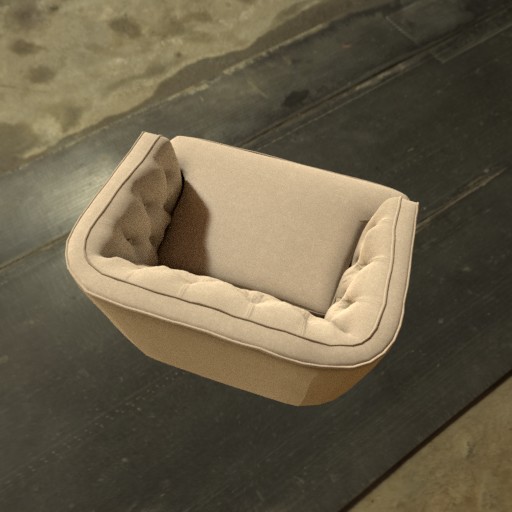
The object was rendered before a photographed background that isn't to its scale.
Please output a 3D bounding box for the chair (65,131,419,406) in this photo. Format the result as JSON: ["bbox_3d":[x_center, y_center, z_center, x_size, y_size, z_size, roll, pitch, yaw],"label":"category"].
[{"bbox_3d":[0.000,0.000,1.775,1.104,0.852,0.941,16,65,8],"label":"chair"}]
